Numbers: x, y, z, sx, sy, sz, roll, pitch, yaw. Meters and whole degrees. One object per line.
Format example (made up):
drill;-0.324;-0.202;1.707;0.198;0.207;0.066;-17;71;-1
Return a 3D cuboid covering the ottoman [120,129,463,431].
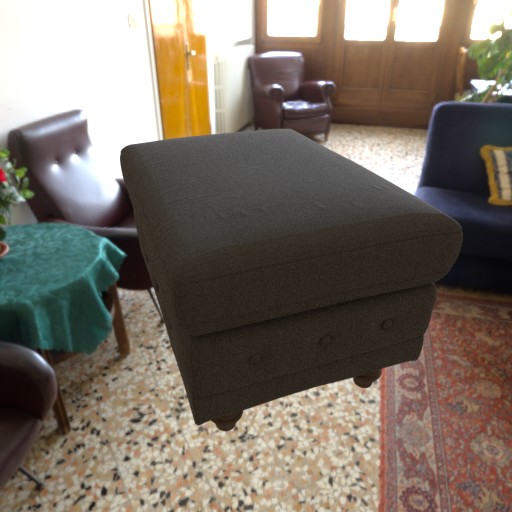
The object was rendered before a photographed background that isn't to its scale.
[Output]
ottoman;0.000;0.000;1.152;0.569;0.500;0.771;-11;31;-18
